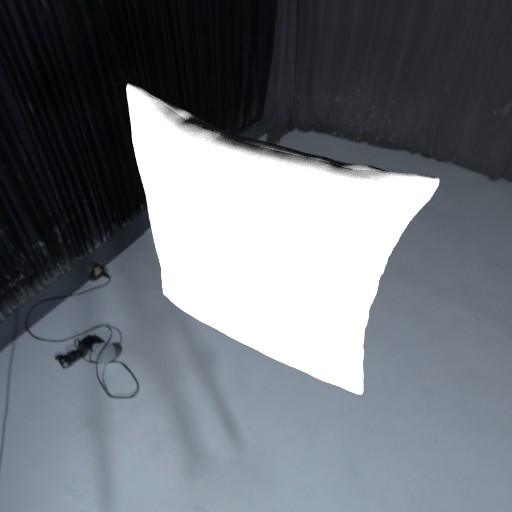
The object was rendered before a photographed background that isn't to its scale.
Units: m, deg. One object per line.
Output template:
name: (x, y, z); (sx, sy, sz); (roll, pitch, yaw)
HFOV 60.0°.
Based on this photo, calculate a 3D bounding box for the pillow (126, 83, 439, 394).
pillow: (0.000, 0.000, 0.685); (0.433, 0.436, 0.173); (24, 50, 22)
